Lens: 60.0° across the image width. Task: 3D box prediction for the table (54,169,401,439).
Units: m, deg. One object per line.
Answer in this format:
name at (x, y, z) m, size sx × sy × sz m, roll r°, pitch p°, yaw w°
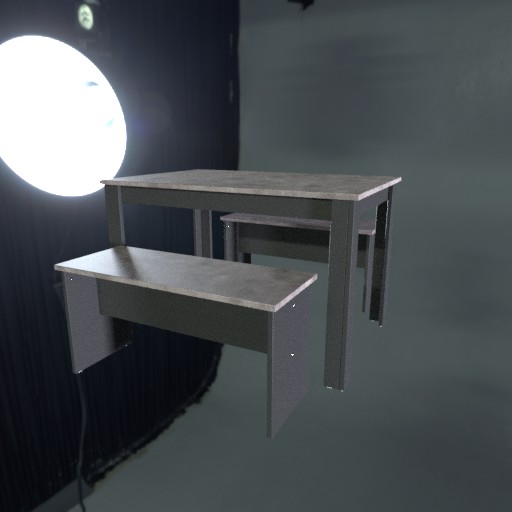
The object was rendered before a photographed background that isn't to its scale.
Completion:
table at (0.000, 0.000, 2.017) m, size 1.100 × 0.700 × 1.443 m, roll 8°, pitch 17°, yaw 26°
